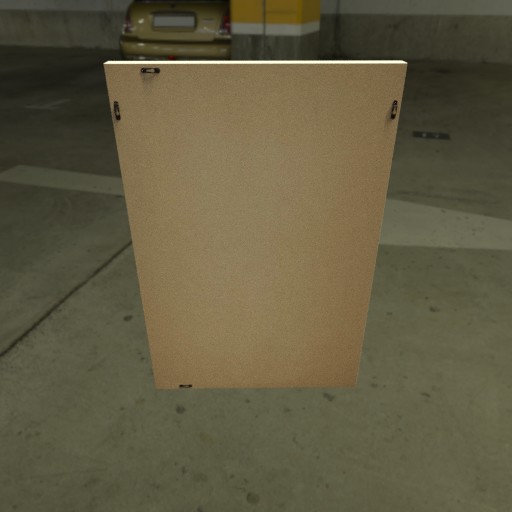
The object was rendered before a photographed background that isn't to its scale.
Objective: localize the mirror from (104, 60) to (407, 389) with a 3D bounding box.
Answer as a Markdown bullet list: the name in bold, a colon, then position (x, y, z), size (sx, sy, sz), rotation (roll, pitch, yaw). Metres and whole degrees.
- **mirror**: position (0.000, 0.000, 1.133), size (0.609, 0.914, 0.041), rotation (0, 30, -1)
